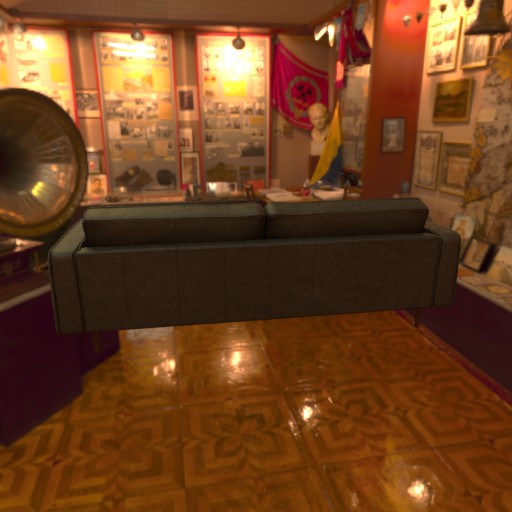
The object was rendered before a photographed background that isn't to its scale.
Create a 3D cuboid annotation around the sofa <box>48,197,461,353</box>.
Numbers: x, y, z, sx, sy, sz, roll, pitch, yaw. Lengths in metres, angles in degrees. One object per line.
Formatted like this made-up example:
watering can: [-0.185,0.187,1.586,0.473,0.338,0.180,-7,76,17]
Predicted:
sofa: [0.000,0.000,2.743,2.210,0.762,0.914,-3,17,-9]
